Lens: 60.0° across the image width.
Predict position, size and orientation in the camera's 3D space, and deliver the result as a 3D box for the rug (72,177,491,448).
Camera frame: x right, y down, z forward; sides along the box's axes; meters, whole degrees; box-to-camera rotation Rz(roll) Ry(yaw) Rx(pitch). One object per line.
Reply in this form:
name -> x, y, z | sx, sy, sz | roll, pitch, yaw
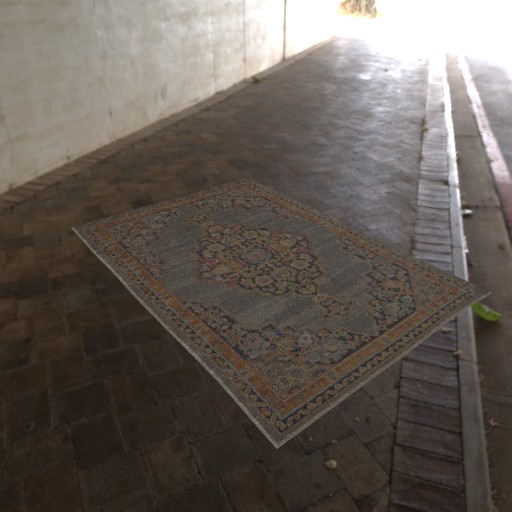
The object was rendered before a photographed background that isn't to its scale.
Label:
rug -> 0.000, 0.000, 3.631 | 2.043, 0.026, 2.901 | -22, 38, -32
